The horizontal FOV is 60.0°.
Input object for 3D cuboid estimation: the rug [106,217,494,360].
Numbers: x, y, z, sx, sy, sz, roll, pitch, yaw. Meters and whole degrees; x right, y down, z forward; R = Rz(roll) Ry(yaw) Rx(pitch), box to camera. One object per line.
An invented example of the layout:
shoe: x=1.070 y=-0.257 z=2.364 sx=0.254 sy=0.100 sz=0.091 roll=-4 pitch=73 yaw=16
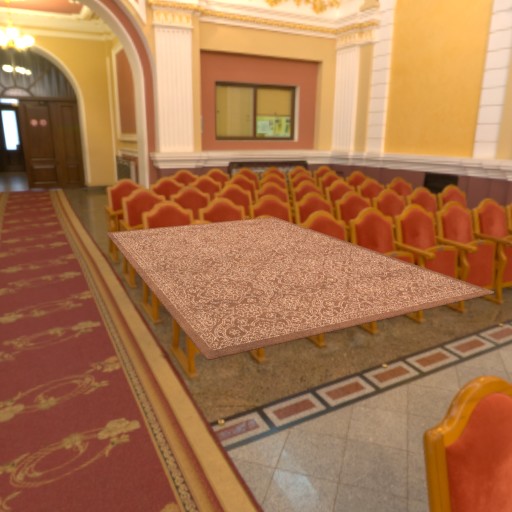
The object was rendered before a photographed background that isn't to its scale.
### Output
rug: x=0.000 y=0.000 z=2.865 sx=1.524 sy=0.011 sz=2.286 roll=-8 pitch=17 yaw=-25
